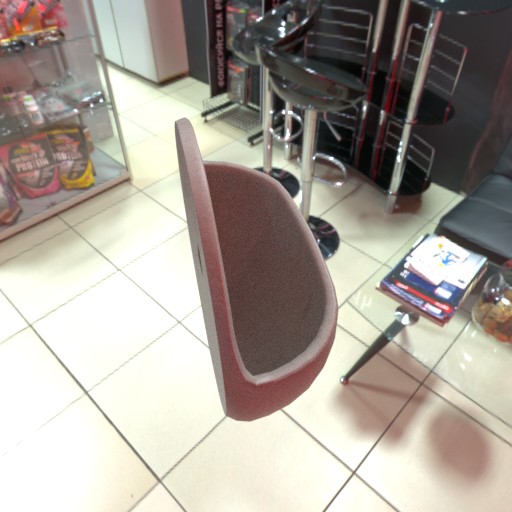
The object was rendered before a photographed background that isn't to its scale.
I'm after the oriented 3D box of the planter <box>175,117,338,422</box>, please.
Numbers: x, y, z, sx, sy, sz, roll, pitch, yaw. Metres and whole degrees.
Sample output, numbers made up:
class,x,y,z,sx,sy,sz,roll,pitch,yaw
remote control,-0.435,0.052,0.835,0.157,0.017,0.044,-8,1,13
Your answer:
class,x,y,z,sx,sy,sz,roll,pitch,yaw
planter,0.000,0.000,0.272,0.073,0.164,0.190,-10,45,-10
